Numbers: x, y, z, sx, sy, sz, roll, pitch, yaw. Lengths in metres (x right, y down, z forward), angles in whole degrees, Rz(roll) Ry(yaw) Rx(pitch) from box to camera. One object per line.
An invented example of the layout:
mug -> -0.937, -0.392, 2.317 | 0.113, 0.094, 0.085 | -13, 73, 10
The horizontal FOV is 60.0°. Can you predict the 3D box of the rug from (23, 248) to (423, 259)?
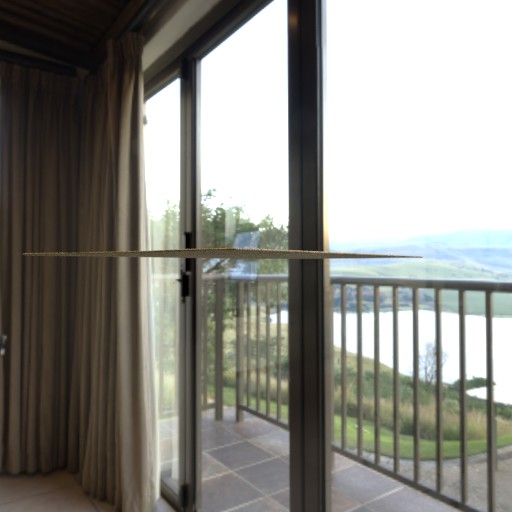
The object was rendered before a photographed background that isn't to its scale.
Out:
rug -> 0.000, 0.000, 2.213 | 1.143, 0.010, 1.758 | -1, -1, 36
